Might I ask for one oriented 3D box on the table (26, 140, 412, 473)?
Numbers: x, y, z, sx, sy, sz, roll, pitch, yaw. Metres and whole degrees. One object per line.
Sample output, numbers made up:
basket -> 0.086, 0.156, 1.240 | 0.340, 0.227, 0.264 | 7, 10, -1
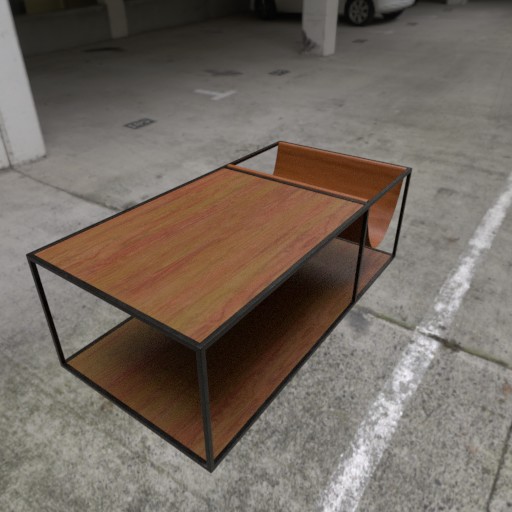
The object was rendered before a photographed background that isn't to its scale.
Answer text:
table -> 0.000, 0.000, 1.508 | 0.597, 0.403, 1.199 | 20, 37, 30
